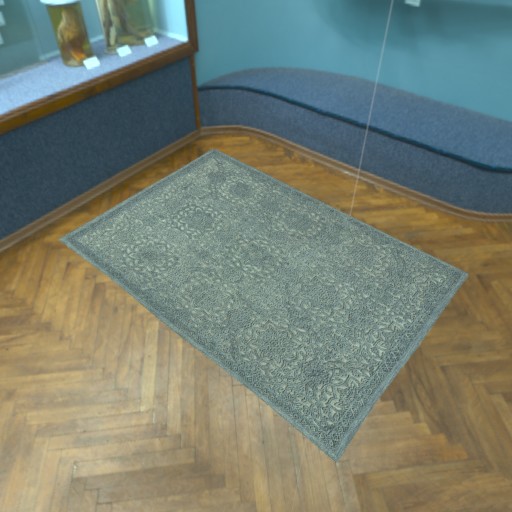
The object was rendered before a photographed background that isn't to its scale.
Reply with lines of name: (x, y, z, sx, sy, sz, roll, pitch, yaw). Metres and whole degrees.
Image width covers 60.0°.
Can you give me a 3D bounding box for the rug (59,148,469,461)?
rug: (0.000, 0.000, 2.357, 1.830, 0.016, 1.224, 31, 53, 27)
